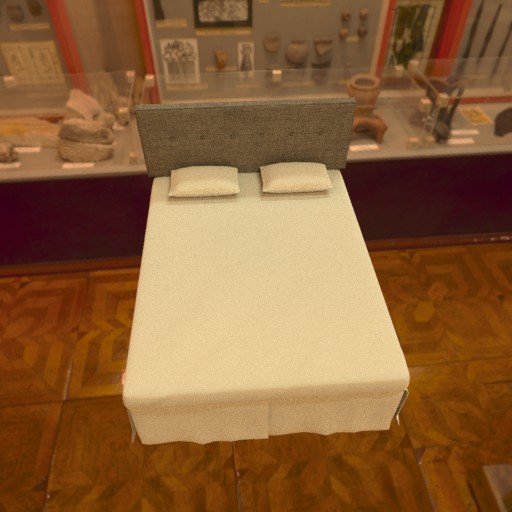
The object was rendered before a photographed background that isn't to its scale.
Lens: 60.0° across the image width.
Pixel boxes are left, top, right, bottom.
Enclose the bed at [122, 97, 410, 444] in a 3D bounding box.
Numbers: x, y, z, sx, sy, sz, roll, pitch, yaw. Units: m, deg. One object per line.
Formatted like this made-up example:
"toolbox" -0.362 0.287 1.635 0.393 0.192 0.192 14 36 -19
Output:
"bed" 0.000 0.000 2.919 1.621 1.168 1.958 -3 46 -3
